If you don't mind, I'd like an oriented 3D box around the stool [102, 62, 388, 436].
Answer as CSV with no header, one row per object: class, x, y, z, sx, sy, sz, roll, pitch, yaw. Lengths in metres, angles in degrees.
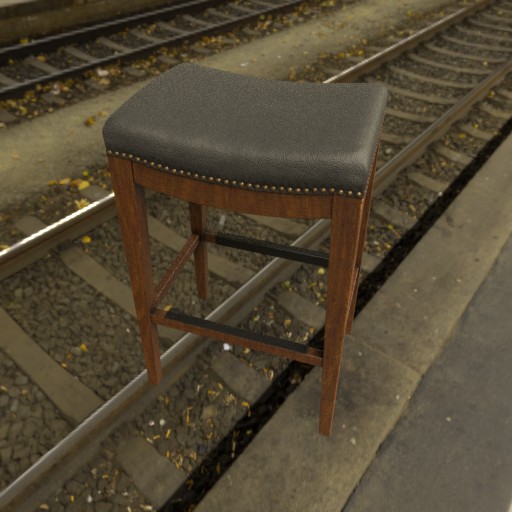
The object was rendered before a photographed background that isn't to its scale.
stool,0.000,0.000,1.038,0.500,0.765,0.361,12,43,13
